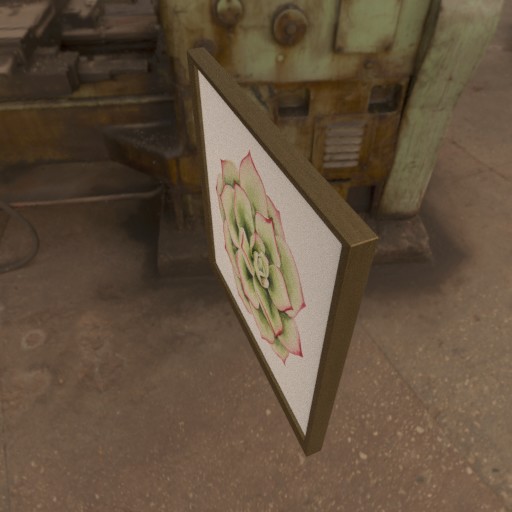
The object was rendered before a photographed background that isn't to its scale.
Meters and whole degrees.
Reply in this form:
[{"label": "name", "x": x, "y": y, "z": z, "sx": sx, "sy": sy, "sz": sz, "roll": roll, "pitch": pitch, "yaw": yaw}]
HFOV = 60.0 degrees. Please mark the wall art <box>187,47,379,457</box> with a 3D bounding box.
[{"label": "wall art", "x": 0.000, "y": 0.000, "z": 0.748, "sx": 0.031, "sy": 0.506, "sz": 0.503, "roll": -17, "pitch": 48, "yaw": -16}]
